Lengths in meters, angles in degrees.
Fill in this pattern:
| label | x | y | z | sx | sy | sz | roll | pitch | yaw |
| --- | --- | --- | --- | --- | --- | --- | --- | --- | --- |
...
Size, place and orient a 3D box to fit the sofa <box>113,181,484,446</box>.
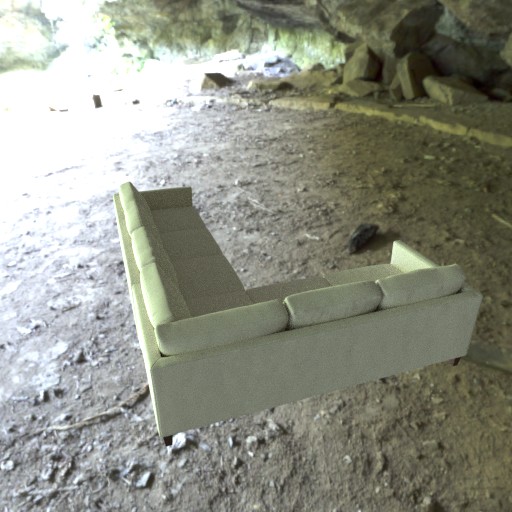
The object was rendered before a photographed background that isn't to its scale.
| label | x | y | z | sx | sy | sz | roll | pitch | yaw |
| --- | --- | --- | --- | --- | --- | --- | --- | --- | --- |
| sofa | 0.000 | 0.000 | 4.312 | 2.432 | 0.863 | 3.182 | -9 | 29 | -17 |
